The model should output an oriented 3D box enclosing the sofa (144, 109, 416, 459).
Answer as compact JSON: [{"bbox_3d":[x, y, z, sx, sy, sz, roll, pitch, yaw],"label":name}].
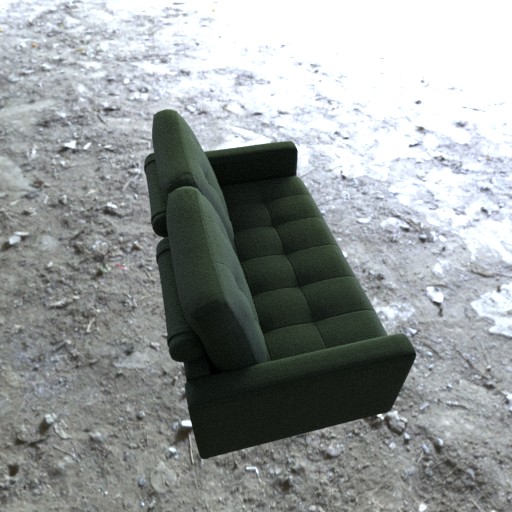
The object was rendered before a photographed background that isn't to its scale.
[{"bbox_3d":[0.000,0.000,1.976,0.842,0.907,1.407,-10,46,-10],"label":"sofa"}]
